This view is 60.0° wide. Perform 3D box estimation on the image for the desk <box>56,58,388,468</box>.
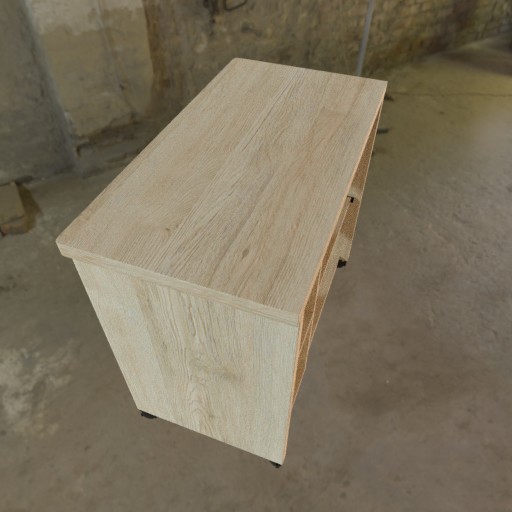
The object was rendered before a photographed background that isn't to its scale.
[{"bbox_3d":[0.000,0.000,1.330,0.480,0.770,0.885,15,48,14],"label":"desk"}]
